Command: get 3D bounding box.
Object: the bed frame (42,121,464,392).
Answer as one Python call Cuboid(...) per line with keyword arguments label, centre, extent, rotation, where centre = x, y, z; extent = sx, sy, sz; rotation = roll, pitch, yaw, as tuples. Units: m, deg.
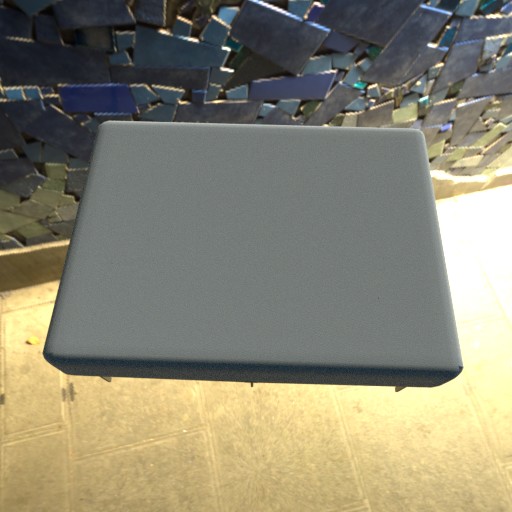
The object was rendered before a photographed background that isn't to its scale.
Cuboid(label="bed frame", centre=(0.000, 0.000, 2.720), extent=(2.037, 0.677, 1.528), rotation=(2, 64, 1))
